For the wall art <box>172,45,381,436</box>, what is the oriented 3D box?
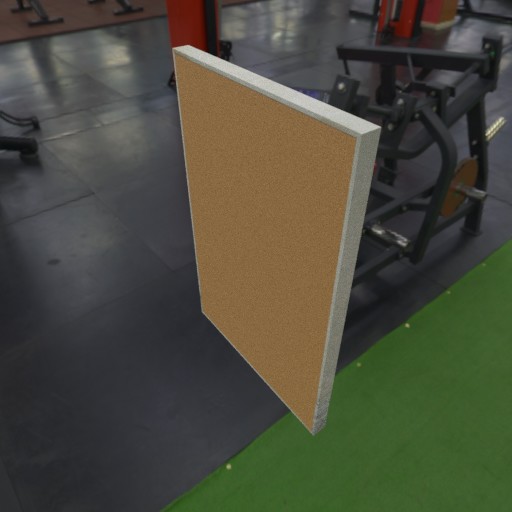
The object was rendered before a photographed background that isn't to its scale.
[{"bbox_3d":[0.000,0.000,0.983,0.038,0.764,0.508,-26,46,-28],"label":"wall art"}]
